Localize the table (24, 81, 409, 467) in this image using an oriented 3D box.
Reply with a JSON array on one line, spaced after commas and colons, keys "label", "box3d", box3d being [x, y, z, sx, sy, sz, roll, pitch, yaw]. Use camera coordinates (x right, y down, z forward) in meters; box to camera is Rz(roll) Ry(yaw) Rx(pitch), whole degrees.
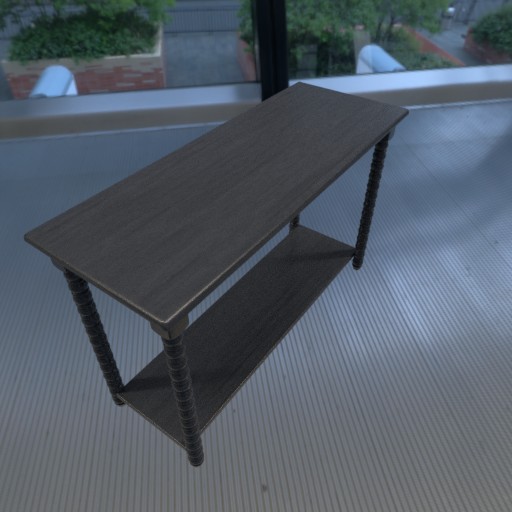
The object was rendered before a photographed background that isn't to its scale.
[{"label": "table", "box3d": [0.000, 0.000, 1.502, 0.459, 0.735, 1.184, 26, 47, 26]}]
